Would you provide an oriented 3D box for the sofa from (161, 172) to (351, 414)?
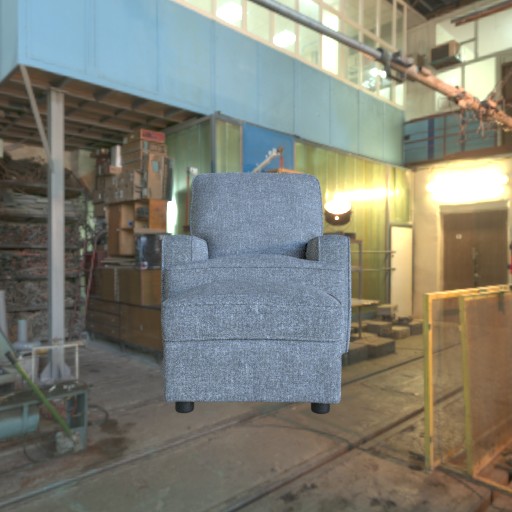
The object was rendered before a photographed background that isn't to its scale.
[{"bbox_3d":[0.000,0.000,2.043,0.861,0.959,1.472,0,1,1],"label":"sofa"}]
